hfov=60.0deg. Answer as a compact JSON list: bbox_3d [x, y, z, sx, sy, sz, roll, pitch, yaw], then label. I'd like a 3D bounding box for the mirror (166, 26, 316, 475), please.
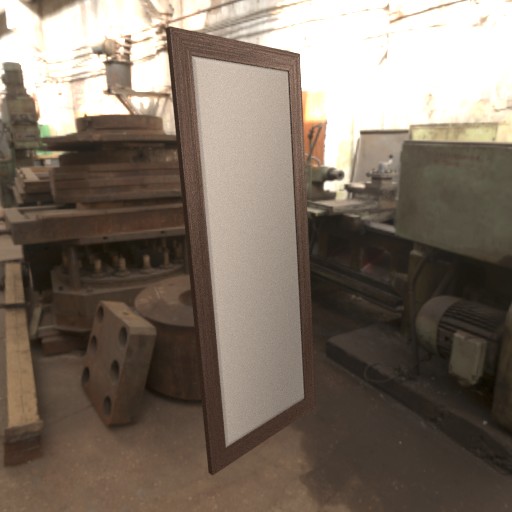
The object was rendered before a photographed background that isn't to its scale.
[{"bbox_3d":[0.000,0.000,2.251,0.812,2.020,0.221,-14,20,-43],"label":"mirror"}]
